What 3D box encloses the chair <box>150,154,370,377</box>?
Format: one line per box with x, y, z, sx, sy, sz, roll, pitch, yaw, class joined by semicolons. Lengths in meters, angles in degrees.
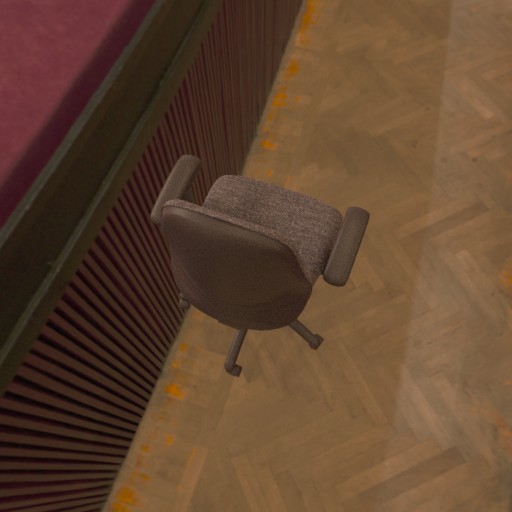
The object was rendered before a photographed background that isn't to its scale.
0.000;0.000;1.259;0.550;0.910;0.530;19;66;9;chair
